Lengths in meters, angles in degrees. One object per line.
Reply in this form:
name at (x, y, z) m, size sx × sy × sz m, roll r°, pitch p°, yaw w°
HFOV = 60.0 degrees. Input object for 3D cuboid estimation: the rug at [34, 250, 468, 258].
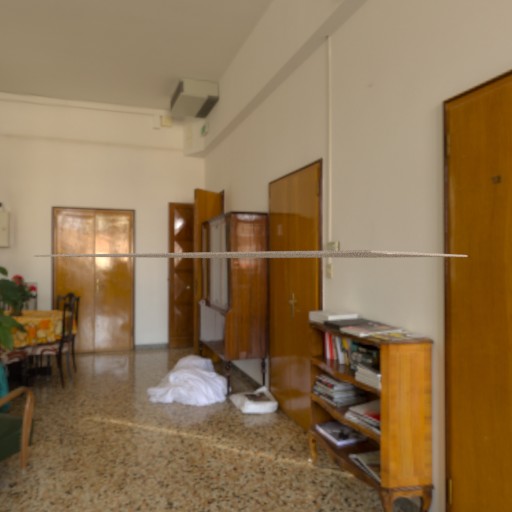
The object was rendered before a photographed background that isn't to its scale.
rug at (0.000, 0.000, 3.758) m, size 2.895 × 0.018 × 2.288 m, roll 0°, pitch -1°, yaw 35°
